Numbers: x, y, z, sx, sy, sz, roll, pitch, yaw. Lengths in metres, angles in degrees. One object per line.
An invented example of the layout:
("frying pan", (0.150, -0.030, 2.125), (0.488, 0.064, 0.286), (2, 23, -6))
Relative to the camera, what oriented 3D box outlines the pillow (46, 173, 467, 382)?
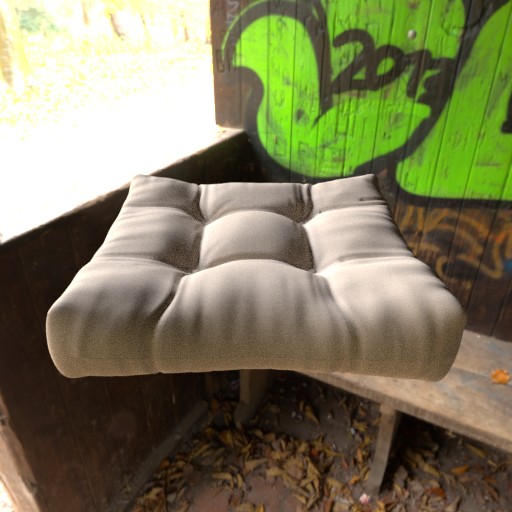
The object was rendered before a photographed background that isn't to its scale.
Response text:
("pillow", (0.000, 0.000, 0.701), (0.490, 0.128, 0.468), (0, 30, 0))
